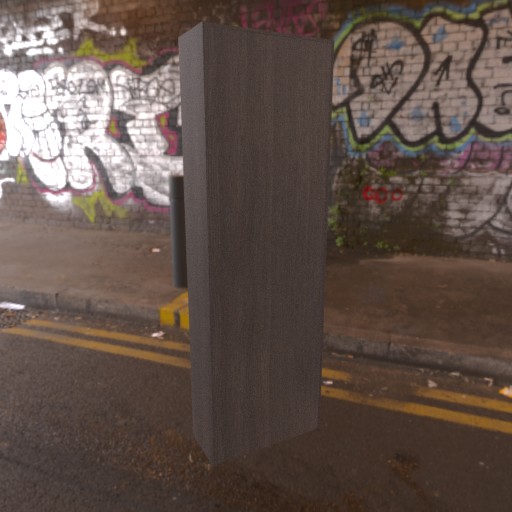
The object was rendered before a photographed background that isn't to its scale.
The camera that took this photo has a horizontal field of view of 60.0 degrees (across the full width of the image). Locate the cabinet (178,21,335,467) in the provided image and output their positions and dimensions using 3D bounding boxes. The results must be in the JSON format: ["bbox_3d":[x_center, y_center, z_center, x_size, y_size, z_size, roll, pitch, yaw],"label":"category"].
[{"bbox_3d":[0.000,0.000,1.812,0.520,1.630,0.255,-7,15,-27],"label":"cabinet"}]
